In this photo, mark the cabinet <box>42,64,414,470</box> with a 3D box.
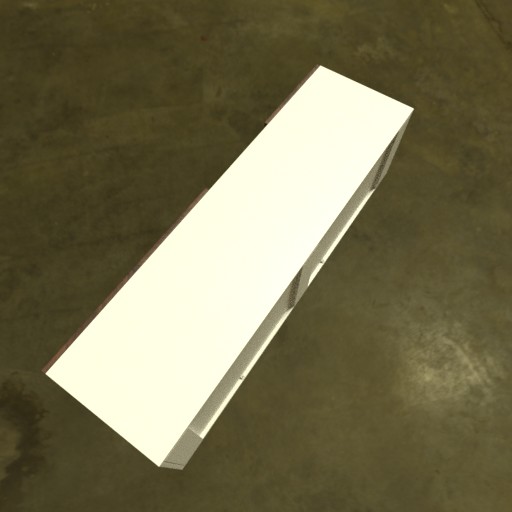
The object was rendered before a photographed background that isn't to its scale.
[{"bbox_3d":[0.000,0.000,1.705,0.431,0.533,1.499,32,67,15],"label":"cabinet"}]
